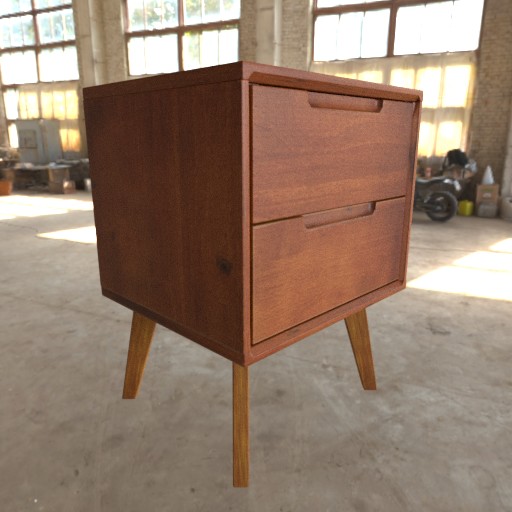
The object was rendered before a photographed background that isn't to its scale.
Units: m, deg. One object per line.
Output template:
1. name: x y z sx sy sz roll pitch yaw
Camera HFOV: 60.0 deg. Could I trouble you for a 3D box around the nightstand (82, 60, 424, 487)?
1. nightstand: 0.000 0.000 0.873 0.411 0.618 0.460 14 21 43
